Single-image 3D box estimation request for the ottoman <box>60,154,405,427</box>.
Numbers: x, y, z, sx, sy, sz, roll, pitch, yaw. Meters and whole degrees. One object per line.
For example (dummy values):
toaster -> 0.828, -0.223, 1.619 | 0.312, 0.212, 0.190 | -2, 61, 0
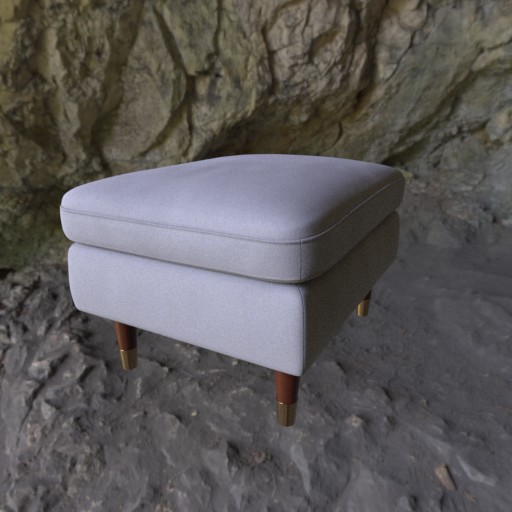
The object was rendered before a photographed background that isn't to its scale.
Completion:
ottoman -> 0.000, 0.000, 1.126 | 0.593, 0.478, 0.747 | 10, 21, 27
